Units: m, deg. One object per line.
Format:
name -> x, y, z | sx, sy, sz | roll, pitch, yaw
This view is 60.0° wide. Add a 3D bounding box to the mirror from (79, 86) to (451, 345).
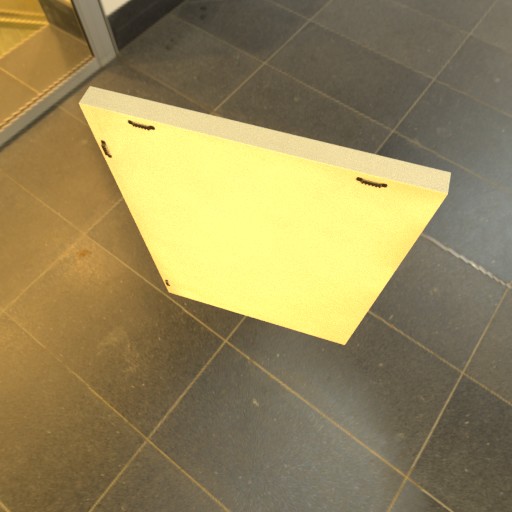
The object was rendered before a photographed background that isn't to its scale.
mirror -> 0.000, 0.000, 0.906 | 0.507, 0.710, 0.040 | 16, 65, 8
